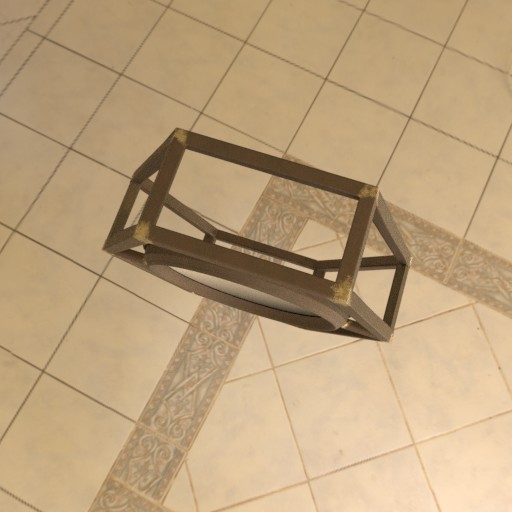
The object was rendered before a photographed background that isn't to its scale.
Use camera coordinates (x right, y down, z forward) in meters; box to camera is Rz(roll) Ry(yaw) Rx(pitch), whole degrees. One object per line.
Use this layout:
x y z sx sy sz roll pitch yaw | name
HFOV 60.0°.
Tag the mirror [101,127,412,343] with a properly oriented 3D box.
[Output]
0.000 0.000 0.564 0.380 0.334 0.119 17 77 4 | mirror
